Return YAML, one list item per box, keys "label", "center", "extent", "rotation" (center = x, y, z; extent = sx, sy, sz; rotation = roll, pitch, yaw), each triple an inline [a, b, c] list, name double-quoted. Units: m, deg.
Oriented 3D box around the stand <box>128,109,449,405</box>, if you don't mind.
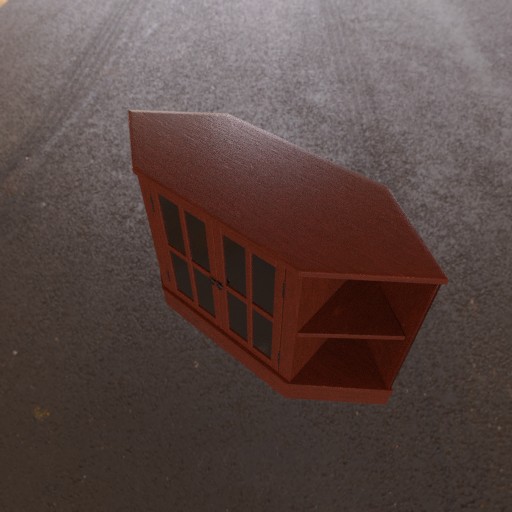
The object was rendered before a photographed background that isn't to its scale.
- label: "stand"
  center: [0.000, 0.000, 1.392]
  extent: [1.072, 0.614, 0.381]
  rotation: [32, 55, 26]
